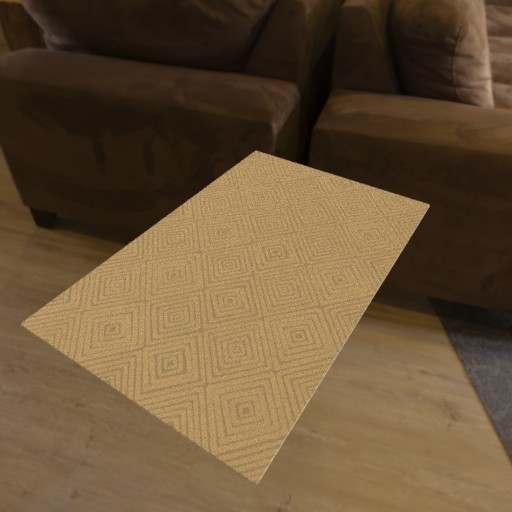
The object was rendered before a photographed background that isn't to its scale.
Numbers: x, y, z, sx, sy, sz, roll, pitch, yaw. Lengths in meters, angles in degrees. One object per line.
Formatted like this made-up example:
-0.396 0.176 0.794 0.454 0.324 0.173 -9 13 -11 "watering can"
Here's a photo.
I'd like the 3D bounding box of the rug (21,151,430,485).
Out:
0.000 0.000 2.119 1.143 0.008 1.753 23 46 24 "rug"
